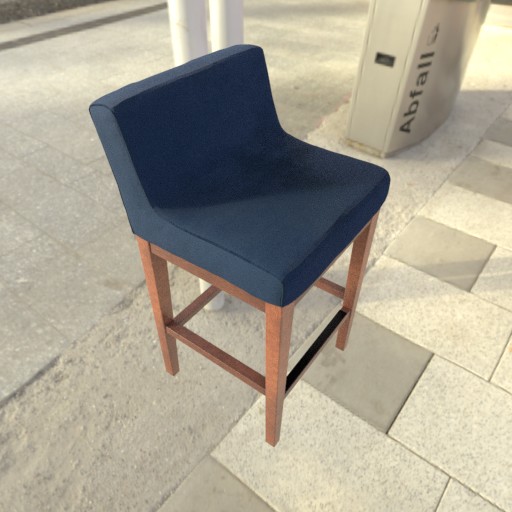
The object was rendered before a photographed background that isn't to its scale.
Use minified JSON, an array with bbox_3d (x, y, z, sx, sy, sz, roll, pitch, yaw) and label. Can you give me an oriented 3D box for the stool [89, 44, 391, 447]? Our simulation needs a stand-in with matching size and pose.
[{"bbox_3d":[0.000,0.000,1.237,0.516,0.945,0.511,26,47,27],"label":"stool"}]
